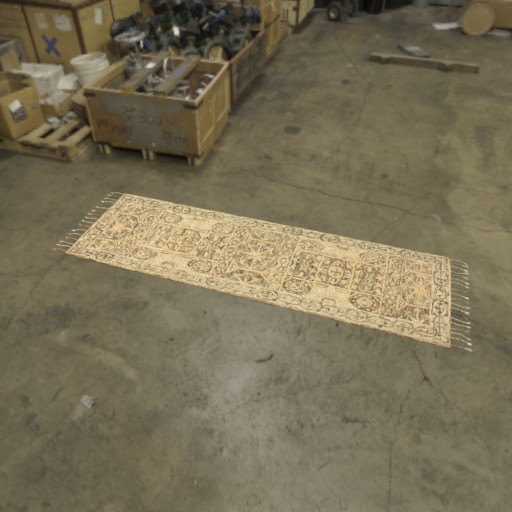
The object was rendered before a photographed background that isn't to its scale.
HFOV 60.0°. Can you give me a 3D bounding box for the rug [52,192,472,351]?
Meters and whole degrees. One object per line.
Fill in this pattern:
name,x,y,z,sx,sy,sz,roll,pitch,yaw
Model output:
rug,0.000,0.000,2.930,2.664,0.011,0.762,12,43,14
